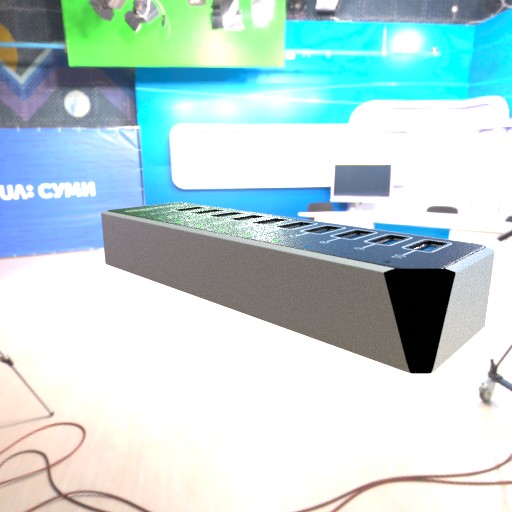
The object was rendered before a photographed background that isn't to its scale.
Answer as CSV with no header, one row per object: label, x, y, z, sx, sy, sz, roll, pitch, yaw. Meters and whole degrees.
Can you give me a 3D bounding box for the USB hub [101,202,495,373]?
USB hub,0.000,0.000,0.158,0.145,0.023,0.044,13,19,42
